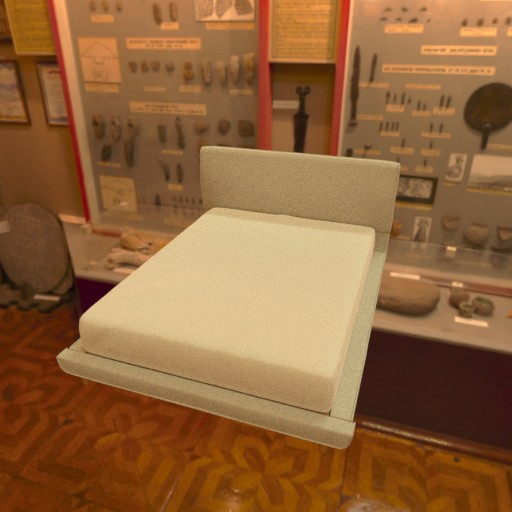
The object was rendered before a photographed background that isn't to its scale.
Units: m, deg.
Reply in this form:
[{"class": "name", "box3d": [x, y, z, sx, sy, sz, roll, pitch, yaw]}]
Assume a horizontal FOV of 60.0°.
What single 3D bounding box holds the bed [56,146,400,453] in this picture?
[{"class": "bed", "box3d": [0.000, 0.000, 3.579, 1.980, 1.126, 2.498, 9, 28, 17]}]
